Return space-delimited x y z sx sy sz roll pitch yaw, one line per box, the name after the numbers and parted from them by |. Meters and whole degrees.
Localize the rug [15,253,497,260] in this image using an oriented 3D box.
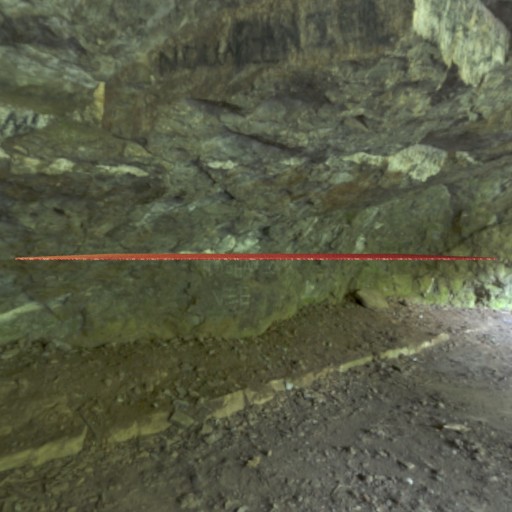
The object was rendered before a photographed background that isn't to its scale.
0.000 0.000 2.997 2.442 0.010 1.531 0 1 0 | rug
